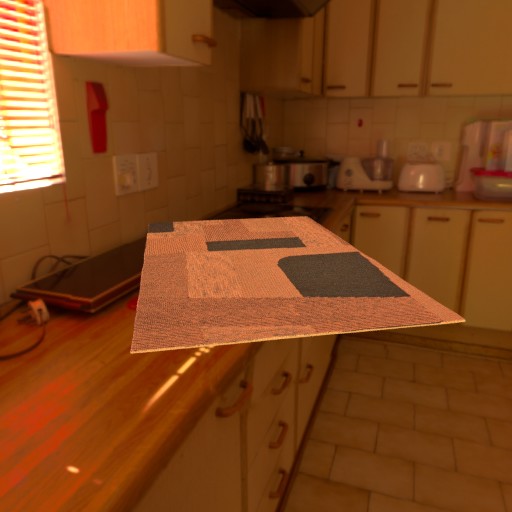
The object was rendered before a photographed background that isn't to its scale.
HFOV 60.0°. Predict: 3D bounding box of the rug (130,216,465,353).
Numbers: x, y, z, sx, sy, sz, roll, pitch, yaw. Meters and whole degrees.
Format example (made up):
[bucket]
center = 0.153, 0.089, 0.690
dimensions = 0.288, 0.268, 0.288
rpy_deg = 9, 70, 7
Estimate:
[rug]
center = 0.000, 0.000, 3.072
dimensions = 1.521, 0.015, 2.436
rpy_deg = -3, 17, -11
